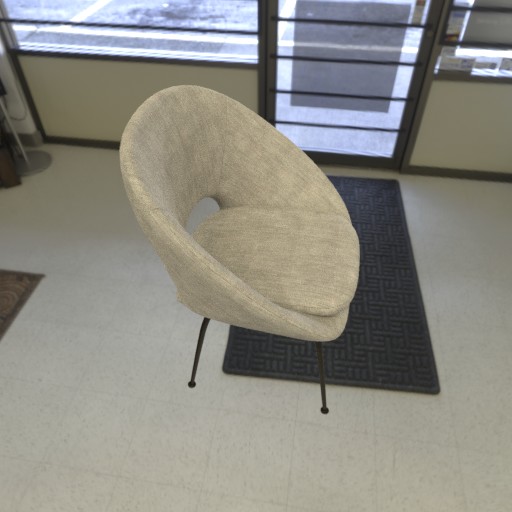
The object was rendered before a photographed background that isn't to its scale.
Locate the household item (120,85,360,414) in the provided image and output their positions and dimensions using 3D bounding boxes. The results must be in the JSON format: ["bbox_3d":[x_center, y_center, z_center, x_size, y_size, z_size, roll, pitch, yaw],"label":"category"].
[{"bbox_3d":[0.000,0.000,1.291,0.587,0.869,0.643,8,45,9],"label":"household item"}]
